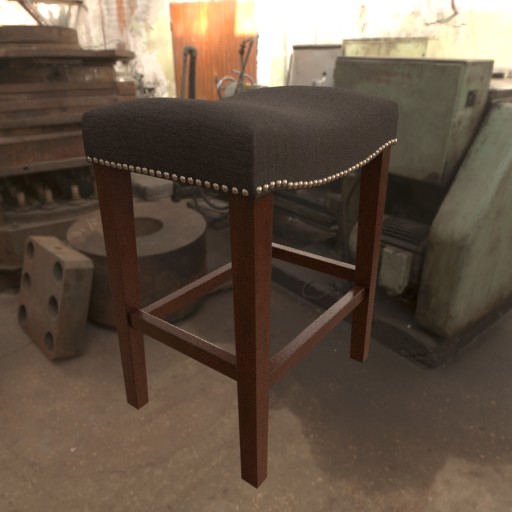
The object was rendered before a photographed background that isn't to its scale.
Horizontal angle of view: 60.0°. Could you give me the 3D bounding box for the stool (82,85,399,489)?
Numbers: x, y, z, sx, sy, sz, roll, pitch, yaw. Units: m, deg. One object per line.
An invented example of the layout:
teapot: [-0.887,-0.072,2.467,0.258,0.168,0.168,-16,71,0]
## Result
stool: [0.000,0.000,0.936,0.372,0.654,0.504,17,29,33]
